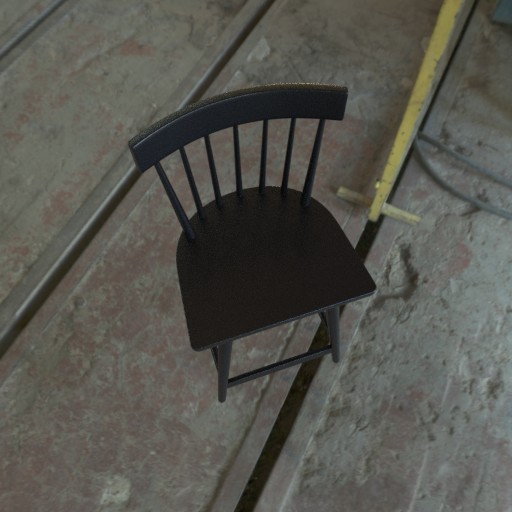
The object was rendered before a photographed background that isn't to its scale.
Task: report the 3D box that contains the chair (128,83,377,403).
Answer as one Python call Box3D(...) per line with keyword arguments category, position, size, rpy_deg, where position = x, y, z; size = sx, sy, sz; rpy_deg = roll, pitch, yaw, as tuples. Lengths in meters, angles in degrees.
Box3D(category="chair", position=(0.000, 0.000, 1.290), size=(0.483, 0.952, 0.572), rpy_deg=(-17, 65, -8))
